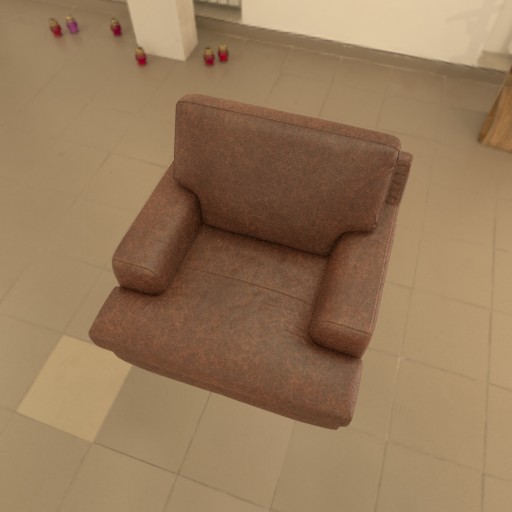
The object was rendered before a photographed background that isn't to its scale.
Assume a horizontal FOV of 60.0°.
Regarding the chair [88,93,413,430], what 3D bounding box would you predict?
[{"bbox_3d":[0.000,0.000,2.003,1.168,0.939,1.143,15,58,10],"label":"chair"}]
